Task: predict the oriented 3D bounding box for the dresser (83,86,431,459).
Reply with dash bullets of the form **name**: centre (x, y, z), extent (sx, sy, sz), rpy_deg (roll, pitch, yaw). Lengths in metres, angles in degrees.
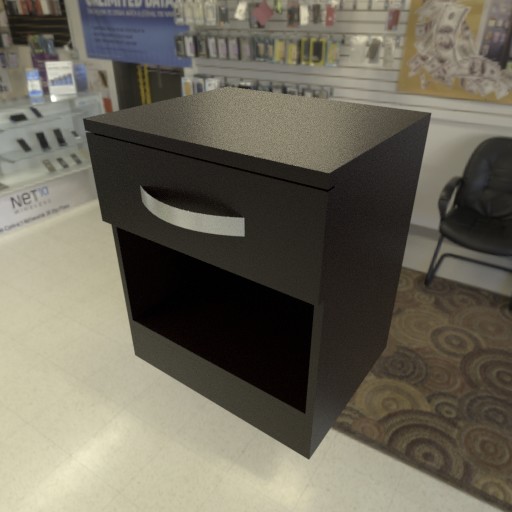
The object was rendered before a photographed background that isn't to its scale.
- **dresser**: centre (0.000, 0.000, 0.768), extent (0.400, 0.470, 0.360), rpy_deg (20, 36, 30)
